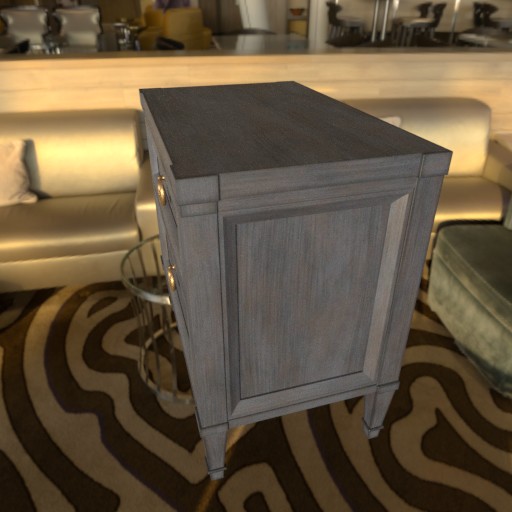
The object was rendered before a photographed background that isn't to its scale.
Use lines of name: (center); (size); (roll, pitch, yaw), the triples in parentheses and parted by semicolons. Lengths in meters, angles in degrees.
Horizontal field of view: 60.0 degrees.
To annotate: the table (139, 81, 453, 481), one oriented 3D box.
table: (0.000, 0.000, 1.044); (0.413, 0.660, 0.660); (-9, 32, -14)
